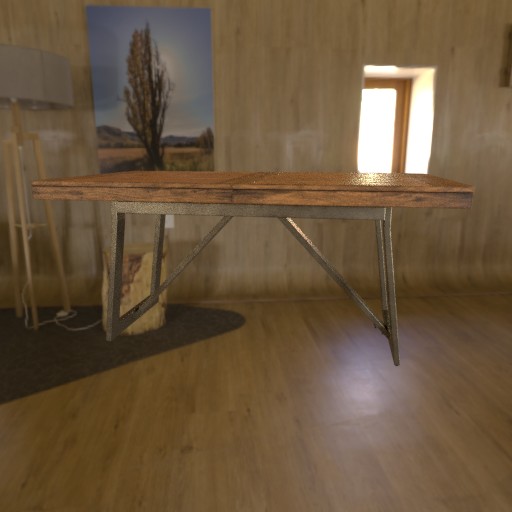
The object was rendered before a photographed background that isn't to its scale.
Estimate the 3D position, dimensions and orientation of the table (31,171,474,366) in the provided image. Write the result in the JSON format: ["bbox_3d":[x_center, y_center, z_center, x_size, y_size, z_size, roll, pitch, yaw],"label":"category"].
[{"bbox_3d":[0.000,0.000,2.141,1.641,0.757,0.931,2,14,10],"label":"table"}]
